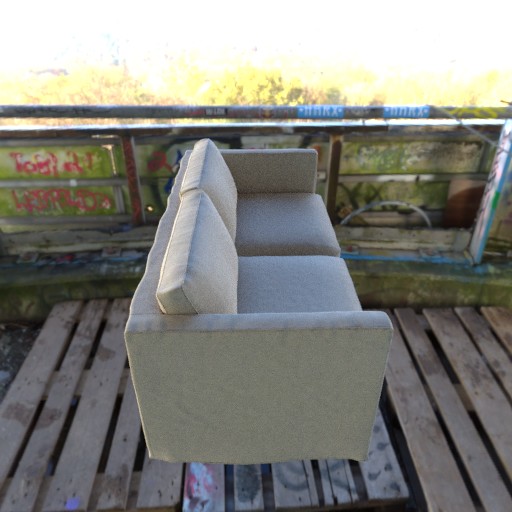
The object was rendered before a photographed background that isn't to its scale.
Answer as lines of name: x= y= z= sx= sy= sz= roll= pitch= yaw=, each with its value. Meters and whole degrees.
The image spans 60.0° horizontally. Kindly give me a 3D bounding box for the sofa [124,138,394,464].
sofa: x=0.000 y=0.000 z=2.456 sx=0.962 sy=0.835 sz=1.959 roll=-1 pitch=32 yaw=-1
